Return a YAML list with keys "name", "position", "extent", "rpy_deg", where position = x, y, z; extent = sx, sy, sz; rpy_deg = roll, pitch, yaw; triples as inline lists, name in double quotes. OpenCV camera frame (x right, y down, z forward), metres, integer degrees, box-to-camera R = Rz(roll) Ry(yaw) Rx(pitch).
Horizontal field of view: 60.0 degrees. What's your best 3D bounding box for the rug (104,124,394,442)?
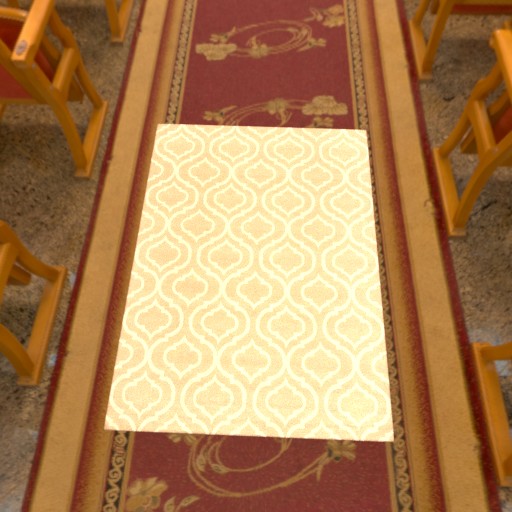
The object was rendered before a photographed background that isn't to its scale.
- name: "rug"
  position: [0.000, 0.000, 4.442]
  extent: [2.438, 0.010, 3.353]
  rpy_deg: [2, 64, 1]
